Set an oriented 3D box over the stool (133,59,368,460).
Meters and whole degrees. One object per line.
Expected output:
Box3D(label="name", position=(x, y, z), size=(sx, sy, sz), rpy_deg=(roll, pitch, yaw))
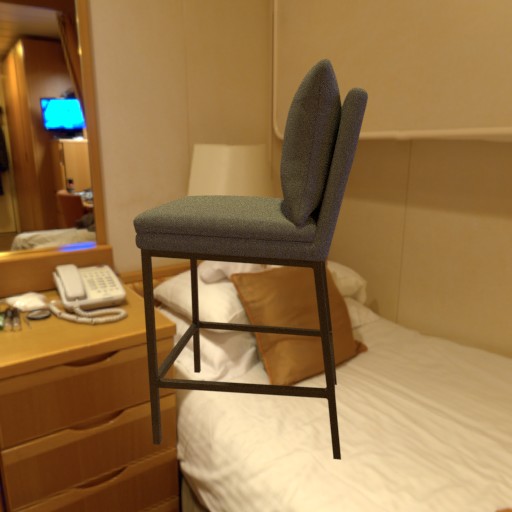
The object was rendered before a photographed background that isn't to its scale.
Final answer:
Box3D(label="stool", position=(0.000, 0.000, 1.332), size=(0.569, 1.031, 0.463), rpy_deg=(2, 14, 8))
